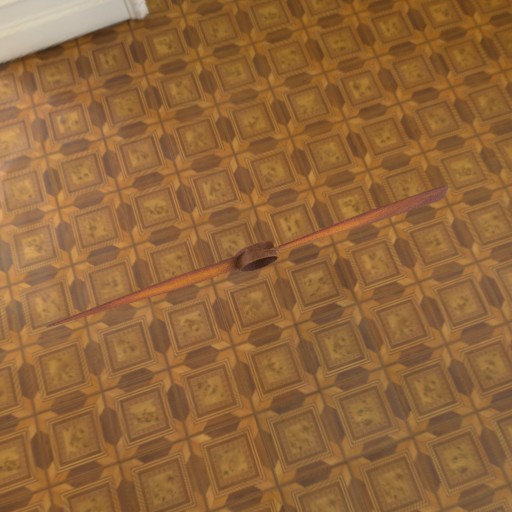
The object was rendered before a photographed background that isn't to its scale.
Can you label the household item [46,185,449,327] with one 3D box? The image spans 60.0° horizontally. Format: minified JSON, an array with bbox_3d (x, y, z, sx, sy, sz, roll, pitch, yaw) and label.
[{"bbox_3d":[0.000,0.000,1.245,1.181,0.121,0.051,-19,76,-5],"label":"household item"}]
